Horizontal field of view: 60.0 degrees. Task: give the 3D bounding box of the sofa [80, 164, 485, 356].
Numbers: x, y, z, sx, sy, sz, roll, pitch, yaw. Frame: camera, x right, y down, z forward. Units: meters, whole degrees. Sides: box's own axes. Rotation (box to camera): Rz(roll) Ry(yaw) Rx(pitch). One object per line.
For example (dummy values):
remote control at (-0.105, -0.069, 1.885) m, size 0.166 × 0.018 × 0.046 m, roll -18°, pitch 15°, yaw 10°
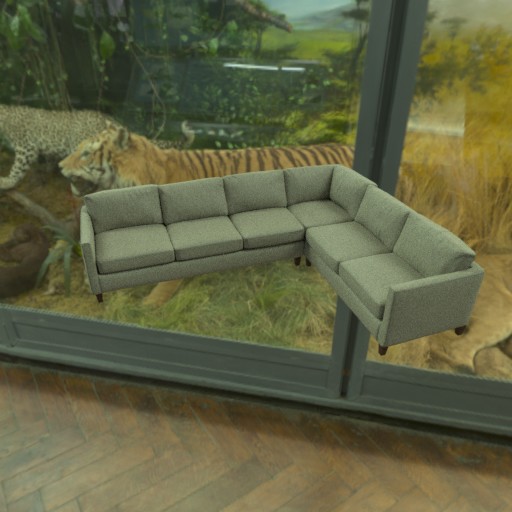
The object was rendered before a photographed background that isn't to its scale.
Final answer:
sofa at (0.000, 0.000, 4.461) m, size 3.302 × 0.947 × 2.593 m, roll -10°, pitch 32°, yaw -16°
